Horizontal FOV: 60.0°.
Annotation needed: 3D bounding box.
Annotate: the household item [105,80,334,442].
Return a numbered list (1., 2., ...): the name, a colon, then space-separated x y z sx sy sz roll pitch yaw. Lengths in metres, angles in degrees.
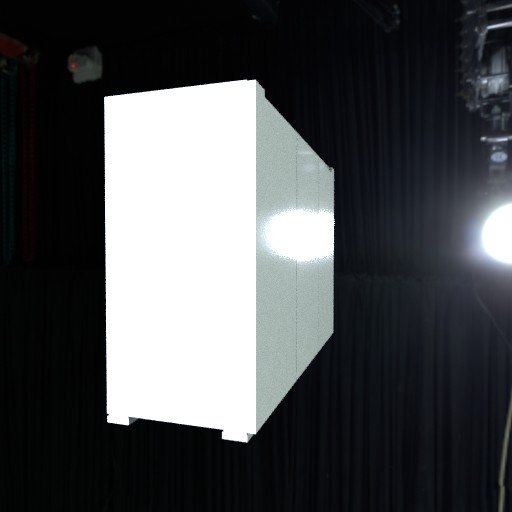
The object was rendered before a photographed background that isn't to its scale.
1. household item: 0.000 0.000 1.736 0.420 0.867 1.300 0 1 18
